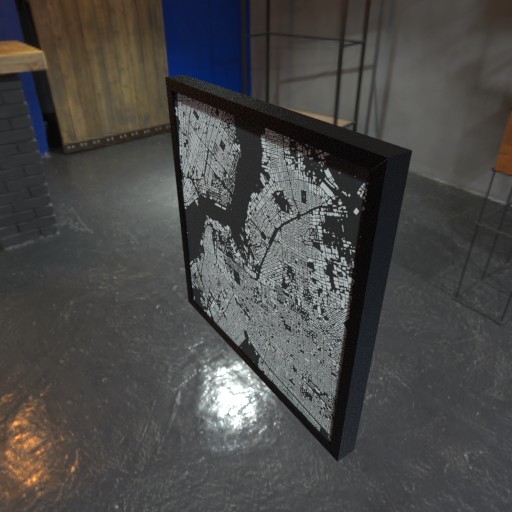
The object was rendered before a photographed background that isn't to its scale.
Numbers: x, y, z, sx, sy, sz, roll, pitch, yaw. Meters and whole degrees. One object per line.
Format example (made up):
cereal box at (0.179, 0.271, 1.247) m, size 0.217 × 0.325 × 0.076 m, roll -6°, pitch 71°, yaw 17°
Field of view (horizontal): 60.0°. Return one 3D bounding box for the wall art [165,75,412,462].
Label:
wall art at (0.000, 0.000, 0.758) m, size 0.038 × 0.506 × 0.506 m, roll -21°, pitch 38°, yaw -29°
